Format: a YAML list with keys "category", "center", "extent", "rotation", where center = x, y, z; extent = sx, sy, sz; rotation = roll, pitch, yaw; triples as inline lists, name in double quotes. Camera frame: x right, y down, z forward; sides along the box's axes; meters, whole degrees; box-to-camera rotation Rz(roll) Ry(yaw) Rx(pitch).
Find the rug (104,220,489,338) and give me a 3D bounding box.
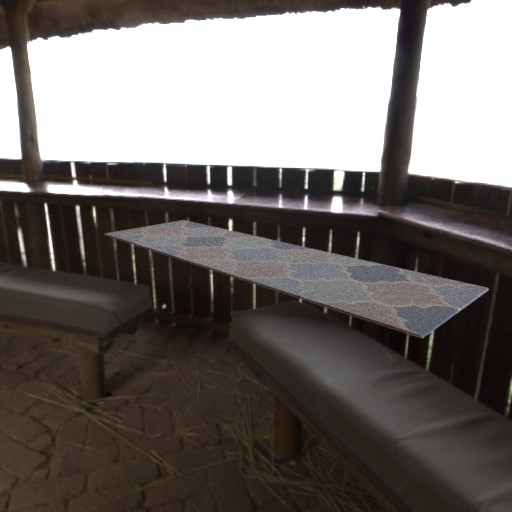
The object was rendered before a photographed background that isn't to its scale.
- category: "rug"
  center: [0.000, 0.000, 2.545]
  extent: [2.287, 0.011, 0.687]
  rotation: [15, 21, 42]
